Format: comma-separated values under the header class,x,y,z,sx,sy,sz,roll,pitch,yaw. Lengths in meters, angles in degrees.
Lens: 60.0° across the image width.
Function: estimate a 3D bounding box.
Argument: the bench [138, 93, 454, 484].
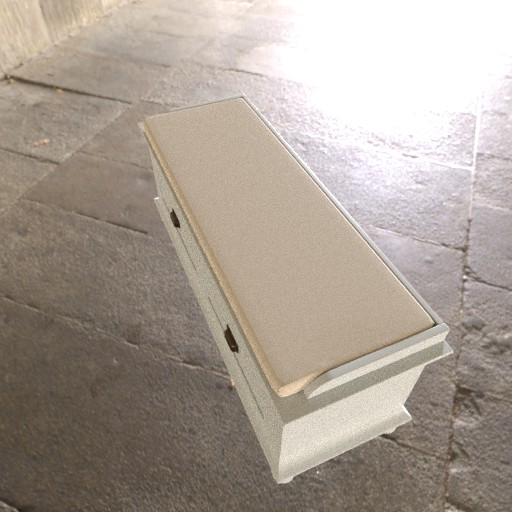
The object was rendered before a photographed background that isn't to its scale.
class,x,y,z,sx,sy,sz,roll,pitch,yaw
bench,0.000,0.000,1.401,0.402,0.486,1.185,-18,49,-16
